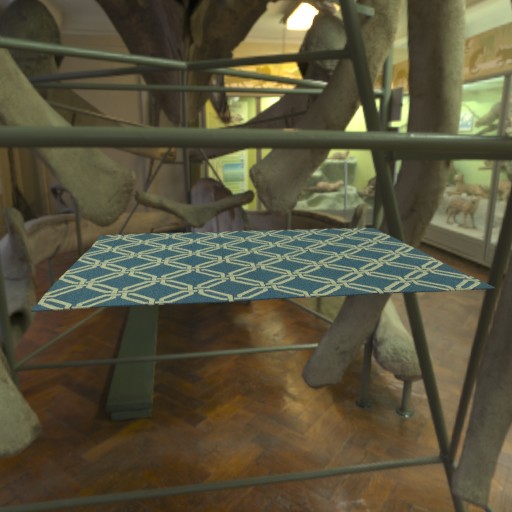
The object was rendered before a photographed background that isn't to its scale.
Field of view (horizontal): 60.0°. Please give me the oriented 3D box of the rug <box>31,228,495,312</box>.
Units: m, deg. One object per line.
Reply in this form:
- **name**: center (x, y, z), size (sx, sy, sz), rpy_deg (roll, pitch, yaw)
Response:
- **rug**: center (0.000, 0.000, 2.716), size (2.135, 0.013, 1.524), rpy_deg (-2, 15, -8)
